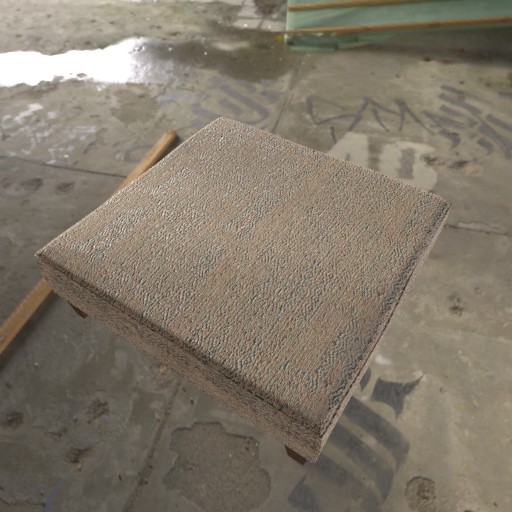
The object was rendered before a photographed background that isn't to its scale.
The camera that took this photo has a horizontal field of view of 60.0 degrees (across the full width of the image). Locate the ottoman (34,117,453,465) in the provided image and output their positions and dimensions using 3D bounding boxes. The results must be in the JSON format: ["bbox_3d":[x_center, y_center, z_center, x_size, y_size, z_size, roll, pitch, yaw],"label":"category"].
[{"bbox_3d":[0.000,0.000,1.533,1.004,0.356,0.968,26,53,22],"label":"ottoman"}]
